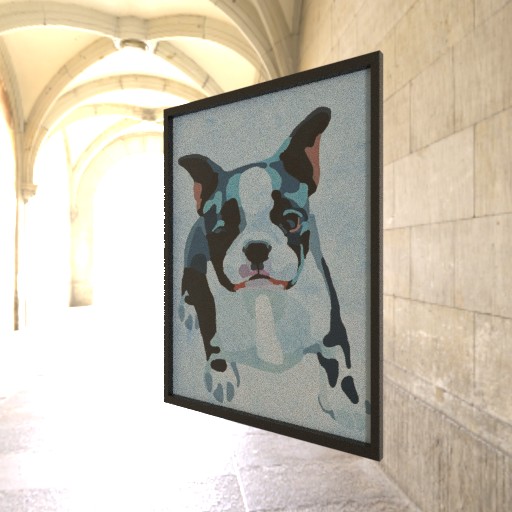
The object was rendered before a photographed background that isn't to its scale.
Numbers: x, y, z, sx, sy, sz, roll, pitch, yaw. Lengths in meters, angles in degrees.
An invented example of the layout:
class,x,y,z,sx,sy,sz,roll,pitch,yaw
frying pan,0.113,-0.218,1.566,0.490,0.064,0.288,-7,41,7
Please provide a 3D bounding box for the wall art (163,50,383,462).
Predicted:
class,x,y,z,sx,sy,sz,roll,pitch,yaw
wall art,0.000,0.000,1.340,0.774,1.027,0.030,0,0,35
